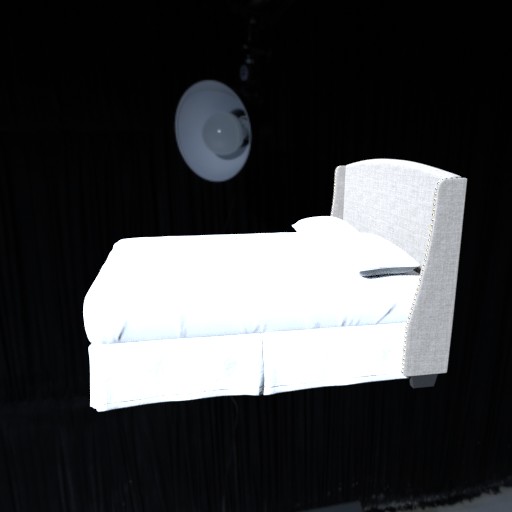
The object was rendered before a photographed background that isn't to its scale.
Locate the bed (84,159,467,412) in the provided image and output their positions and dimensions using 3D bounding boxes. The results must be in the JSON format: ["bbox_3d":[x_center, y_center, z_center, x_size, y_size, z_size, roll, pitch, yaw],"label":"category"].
[{"bbox_3d":[0.000,0.000,3.324,2.237,1.407,1.710,-2,14,-10],"label":"bed"}]
